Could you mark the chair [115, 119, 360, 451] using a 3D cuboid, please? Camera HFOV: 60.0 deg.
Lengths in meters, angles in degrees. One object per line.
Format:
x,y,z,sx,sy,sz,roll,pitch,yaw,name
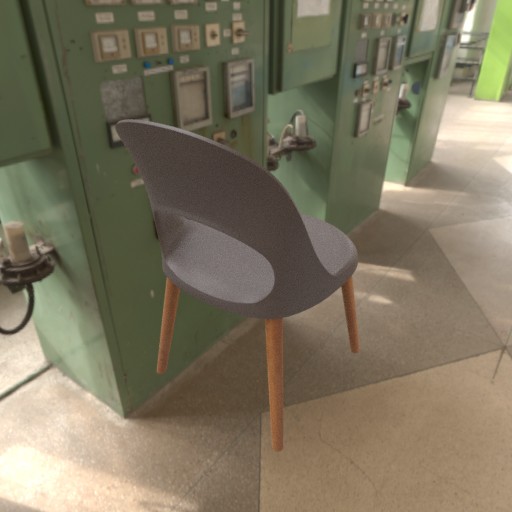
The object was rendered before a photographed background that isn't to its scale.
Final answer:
0.000,0.000,1.166,0.470,0.794,0.556,21,37,32,chair
